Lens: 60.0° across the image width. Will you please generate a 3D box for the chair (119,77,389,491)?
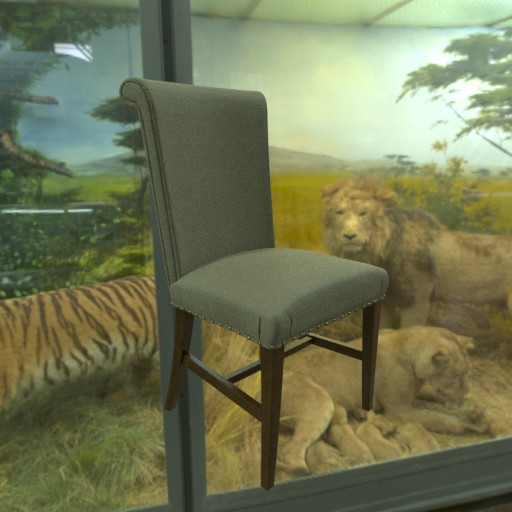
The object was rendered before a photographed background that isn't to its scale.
[{"bbox_3d":[0.000,0.000,1.308,0.608,0.988,0.513,14,20,43],"label":"chair"}]
